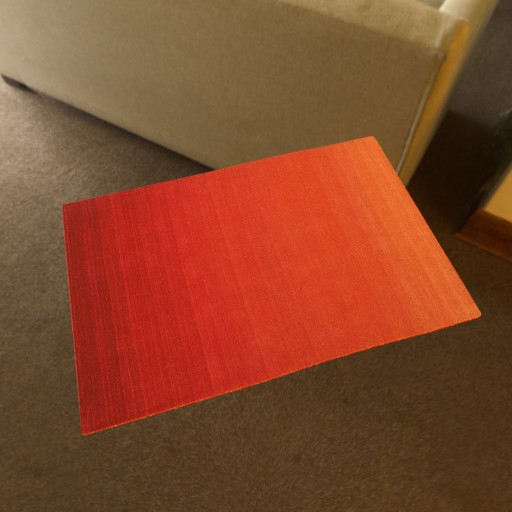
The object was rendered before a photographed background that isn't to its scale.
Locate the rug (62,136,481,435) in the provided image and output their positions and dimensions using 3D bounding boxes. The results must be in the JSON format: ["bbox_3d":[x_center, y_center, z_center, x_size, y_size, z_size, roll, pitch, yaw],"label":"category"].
[{"bbox_3d":[0.000,0.000,2.232,1.835,0.018,1.230,-14,60,-8],"label":"rug"}]
